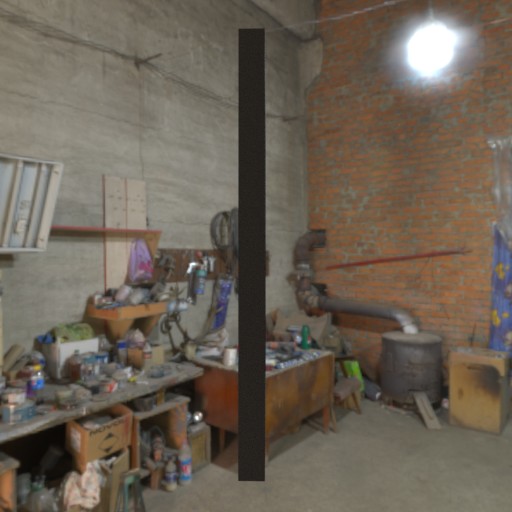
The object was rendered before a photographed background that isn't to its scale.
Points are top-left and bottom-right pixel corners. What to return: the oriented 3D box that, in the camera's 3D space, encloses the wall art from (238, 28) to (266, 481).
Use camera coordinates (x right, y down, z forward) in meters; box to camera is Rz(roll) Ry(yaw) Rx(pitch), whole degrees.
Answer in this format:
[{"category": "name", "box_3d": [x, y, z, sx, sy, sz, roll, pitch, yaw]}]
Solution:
[{"category": "wall art", "box_3d": [0.000, 0.000, 0.559, 0.024, 0.404, 0.329, 0, -1, 1]}]
